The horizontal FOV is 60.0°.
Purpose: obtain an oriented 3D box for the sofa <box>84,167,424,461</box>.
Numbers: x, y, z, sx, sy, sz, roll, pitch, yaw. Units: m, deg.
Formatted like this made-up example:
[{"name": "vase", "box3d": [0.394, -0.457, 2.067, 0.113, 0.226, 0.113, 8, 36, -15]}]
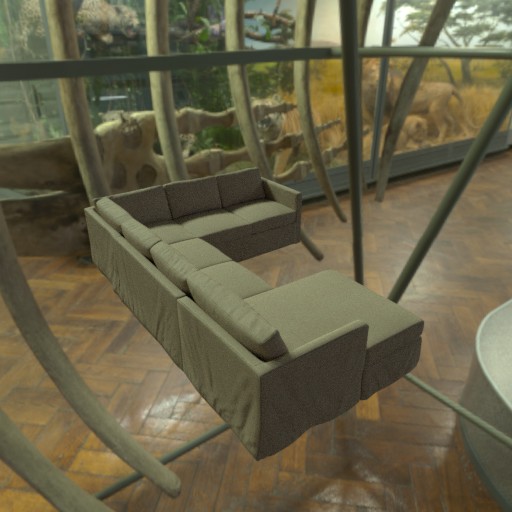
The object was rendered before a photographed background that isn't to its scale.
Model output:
[{"name": "sofa", "box3d": [0.000, 0.000, 4.538, 2.476, 0.878, 3.528, -17, 31, -31]}]
